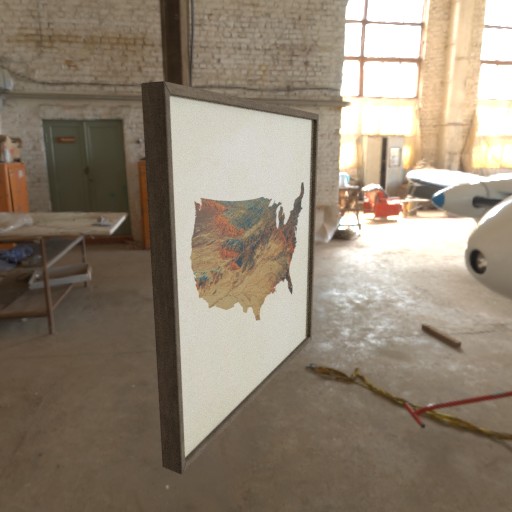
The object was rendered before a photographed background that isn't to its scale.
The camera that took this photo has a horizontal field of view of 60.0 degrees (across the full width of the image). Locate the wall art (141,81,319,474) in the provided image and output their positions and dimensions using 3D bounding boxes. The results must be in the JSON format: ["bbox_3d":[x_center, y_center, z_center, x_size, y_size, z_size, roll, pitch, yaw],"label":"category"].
[{"bbox_3d":[0.000,0.000,1.146,0.050,0.751,0.749,7,15,27],"label":"wall art"}]
